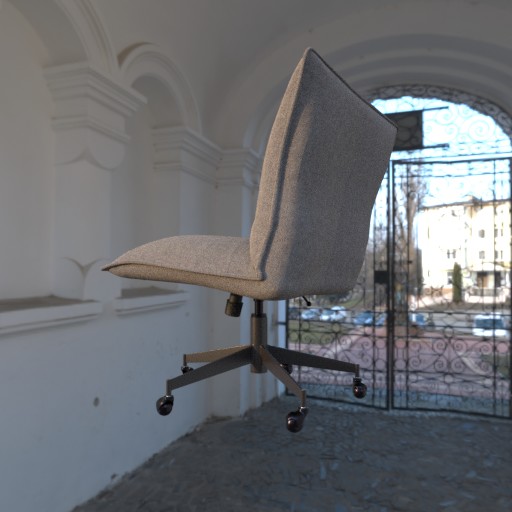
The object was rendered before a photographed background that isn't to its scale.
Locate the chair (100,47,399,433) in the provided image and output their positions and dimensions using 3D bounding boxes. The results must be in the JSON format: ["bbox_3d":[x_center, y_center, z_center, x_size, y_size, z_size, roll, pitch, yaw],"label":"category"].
[{"bbox_3d":[0.000,0.000,1.297,0.696,0.811,0.597,-1,-2,35],"label":"chair"}]
